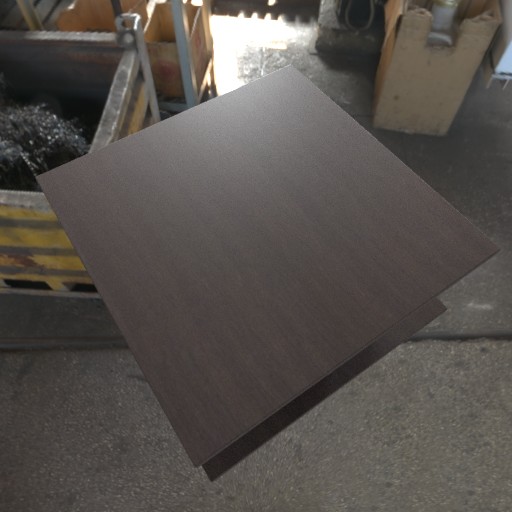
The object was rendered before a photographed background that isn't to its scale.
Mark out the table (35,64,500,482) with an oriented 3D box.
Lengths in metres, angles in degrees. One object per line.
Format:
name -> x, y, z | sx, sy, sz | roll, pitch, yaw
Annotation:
table -> 0.000, 0.000, 1.178 | 0.762, 0.396, 0.762 | -30, 63, -17
